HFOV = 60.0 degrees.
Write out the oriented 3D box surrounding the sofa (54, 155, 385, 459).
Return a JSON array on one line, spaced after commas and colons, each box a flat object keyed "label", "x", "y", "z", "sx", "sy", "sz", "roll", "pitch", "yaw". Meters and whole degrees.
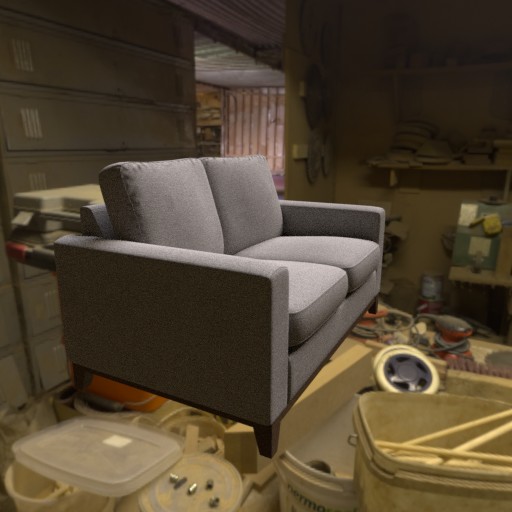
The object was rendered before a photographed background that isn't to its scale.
[{"label": "sofa", "x": 0.000, "y": 0.000, "z": 2.033, "sx": 0.917, "sy": 0.873, "sz": 1.420, "roll": 8, "pitch": 16, "yaw": 27}]
